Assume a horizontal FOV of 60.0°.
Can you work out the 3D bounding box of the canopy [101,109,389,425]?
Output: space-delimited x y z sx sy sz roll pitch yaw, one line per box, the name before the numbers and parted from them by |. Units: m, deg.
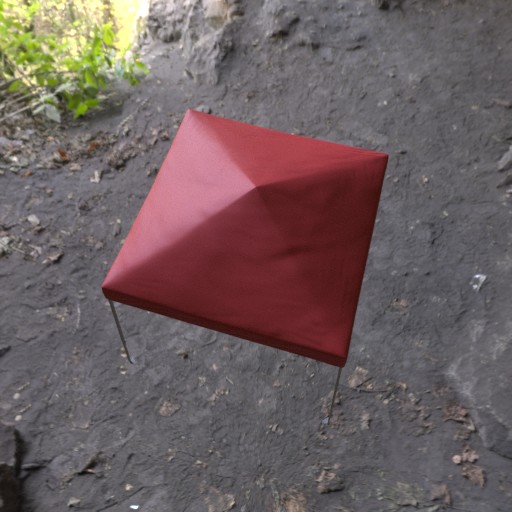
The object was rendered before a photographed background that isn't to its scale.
canopy | 0.000 0.000 5.321 2.849 2.849 2.848 15 65 7
